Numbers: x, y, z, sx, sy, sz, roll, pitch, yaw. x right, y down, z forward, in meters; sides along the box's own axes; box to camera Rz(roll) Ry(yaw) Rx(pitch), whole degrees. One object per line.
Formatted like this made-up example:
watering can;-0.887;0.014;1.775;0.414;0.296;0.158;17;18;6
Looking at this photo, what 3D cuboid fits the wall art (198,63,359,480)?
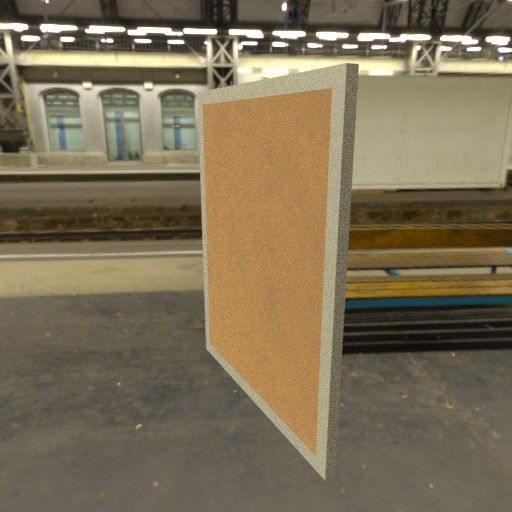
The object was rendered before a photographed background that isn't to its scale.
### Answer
wall art;0.000;0.000;1.106;0.026;0.811;0.661;-8;18;-27
